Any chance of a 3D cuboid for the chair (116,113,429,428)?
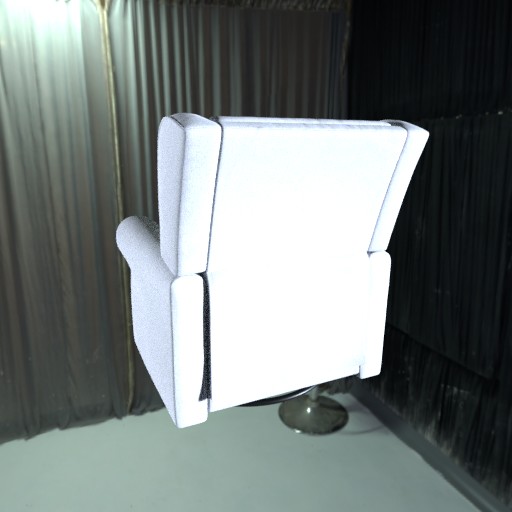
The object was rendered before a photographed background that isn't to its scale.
[{"bbox_3d":[0.000,0.000,1.663,0.906,0.967,0.854,-6,15,-25],"label":"chair"}]
